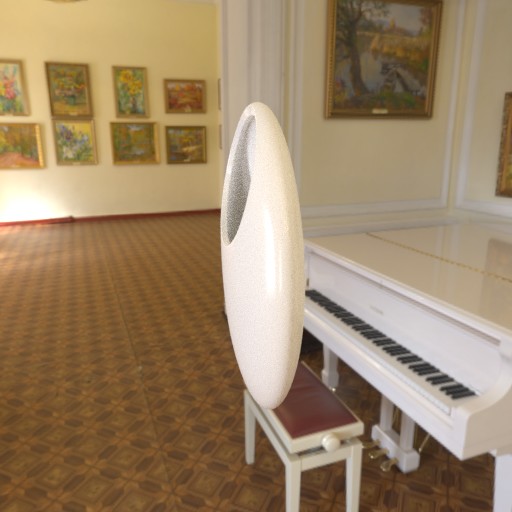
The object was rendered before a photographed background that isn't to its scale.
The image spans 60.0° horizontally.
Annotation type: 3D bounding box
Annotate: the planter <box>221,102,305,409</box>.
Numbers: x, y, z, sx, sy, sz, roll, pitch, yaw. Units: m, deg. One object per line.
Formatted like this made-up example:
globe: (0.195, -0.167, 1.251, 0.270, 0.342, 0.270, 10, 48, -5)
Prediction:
planter: (0.000, 0.000, 0.286, 0.043, 0.188, 0.185, -2, 15, -9)
